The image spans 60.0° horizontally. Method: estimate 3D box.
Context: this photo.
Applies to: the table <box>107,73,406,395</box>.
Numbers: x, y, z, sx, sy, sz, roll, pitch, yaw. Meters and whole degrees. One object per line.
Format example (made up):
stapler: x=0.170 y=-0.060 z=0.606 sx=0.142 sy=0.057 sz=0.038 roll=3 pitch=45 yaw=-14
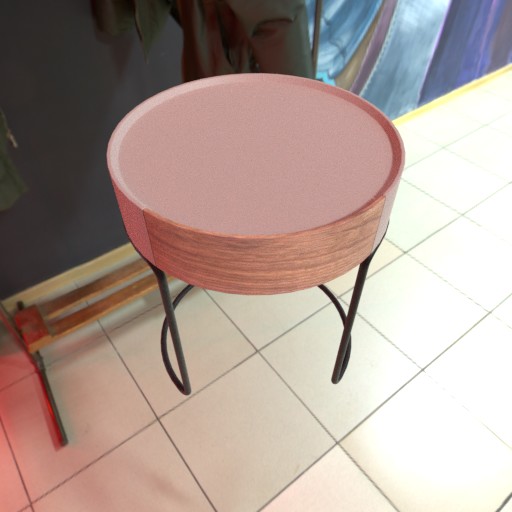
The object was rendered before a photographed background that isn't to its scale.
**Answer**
table: x=0.000 y=0.000 z=0.872 sx=0.450 sy=0.530 sz=0.450 roll=0 pitch=46 yaw=0
